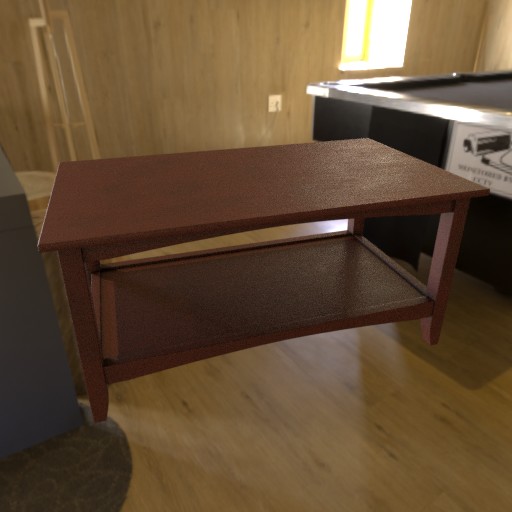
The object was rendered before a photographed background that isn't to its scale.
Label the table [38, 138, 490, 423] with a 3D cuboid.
[{"bbox_3d":[0.000,0.000,1.201,0.943,0.456,0.533,-8,29,-16],"label":"table"}]
